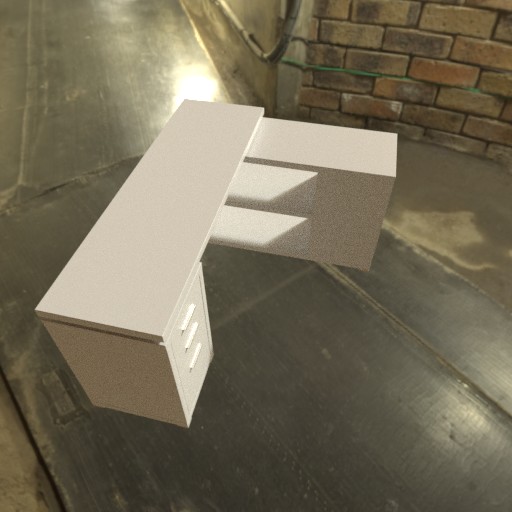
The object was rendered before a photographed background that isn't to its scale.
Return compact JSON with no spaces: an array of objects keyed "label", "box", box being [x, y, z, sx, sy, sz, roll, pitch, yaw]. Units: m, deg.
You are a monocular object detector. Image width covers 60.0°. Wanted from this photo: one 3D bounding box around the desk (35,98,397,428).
[{"label":"desk","box":[0.000,0.000,2.202,1.200,0.753,1.524,10,48,9]}]
